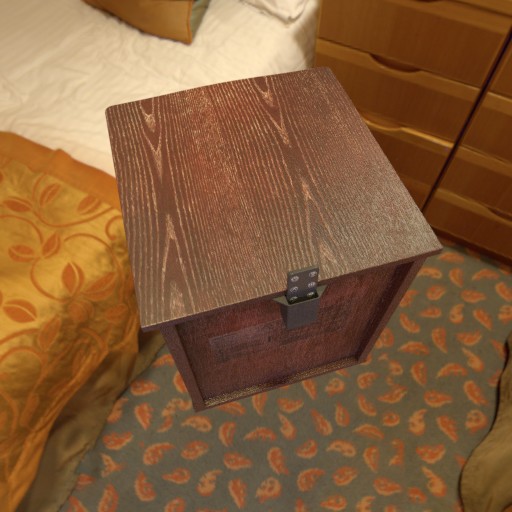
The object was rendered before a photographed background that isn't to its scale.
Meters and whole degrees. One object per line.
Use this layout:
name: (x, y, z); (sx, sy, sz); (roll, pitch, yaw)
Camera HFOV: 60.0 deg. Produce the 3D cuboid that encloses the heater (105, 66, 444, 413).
heater: (0.000, 0.000, 0.766); (0.362, 0.481, 0.400); (-14, 58, -9)
